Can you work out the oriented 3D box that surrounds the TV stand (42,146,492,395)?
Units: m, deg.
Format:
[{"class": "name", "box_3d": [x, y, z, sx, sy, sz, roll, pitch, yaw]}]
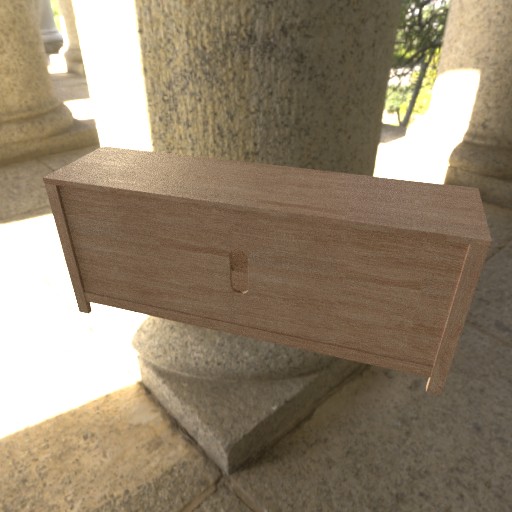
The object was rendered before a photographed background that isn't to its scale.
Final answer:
[{"class": "TV stand", "box_3d": [0.000, 0.000, 1.703, 1.466, 0.610, 0.398, 10, 33, 15]}]
